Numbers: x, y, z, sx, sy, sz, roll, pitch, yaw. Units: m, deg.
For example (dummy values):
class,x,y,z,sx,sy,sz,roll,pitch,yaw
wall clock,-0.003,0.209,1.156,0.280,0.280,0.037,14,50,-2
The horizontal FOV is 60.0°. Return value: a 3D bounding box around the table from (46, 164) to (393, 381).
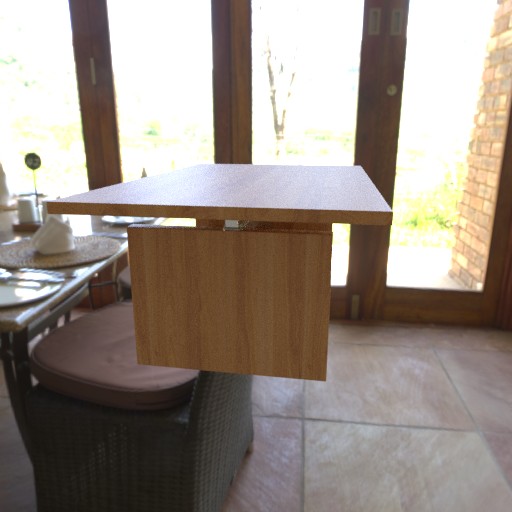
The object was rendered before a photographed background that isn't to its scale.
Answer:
class,x,y,z,sx,sy,sz,roll,pitch,yaw
table,0.000,0.000,1.458,0.700,0.510,1.100,3,16,9
